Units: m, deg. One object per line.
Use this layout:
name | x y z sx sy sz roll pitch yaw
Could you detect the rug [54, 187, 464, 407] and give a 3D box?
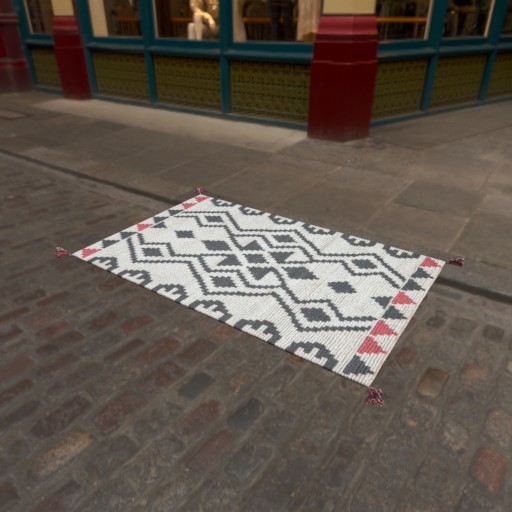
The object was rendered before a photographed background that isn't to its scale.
rug | 0.000 0.000 3.385 2.672 0.066 1.741 19 34 30
